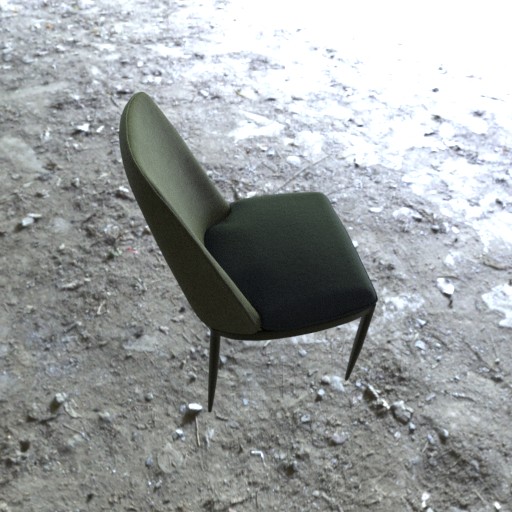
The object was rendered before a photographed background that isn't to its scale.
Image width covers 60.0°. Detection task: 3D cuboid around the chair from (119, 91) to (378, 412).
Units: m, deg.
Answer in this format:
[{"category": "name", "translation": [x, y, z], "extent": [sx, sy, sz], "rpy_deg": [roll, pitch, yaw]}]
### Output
[{"category": "chair", "translation": [0.000, 0.000, 1.204], "extent": [0.550, 0.855, 0.488], "rpy_deg": [-9, 48, -8]}]
